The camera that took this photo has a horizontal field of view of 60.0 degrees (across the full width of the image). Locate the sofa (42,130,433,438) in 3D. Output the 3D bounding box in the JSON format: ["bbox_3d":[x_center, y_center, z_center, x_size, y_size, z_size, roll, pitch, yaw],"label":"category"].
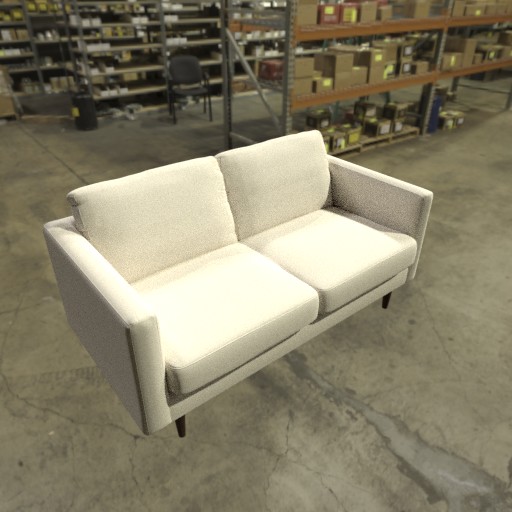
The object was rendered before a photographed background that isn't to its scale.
[{"bbox_3d":[0.000,0.000,2.235,1.713,0.893,0.940,-23,39,-32],"label":"sofa"}]
